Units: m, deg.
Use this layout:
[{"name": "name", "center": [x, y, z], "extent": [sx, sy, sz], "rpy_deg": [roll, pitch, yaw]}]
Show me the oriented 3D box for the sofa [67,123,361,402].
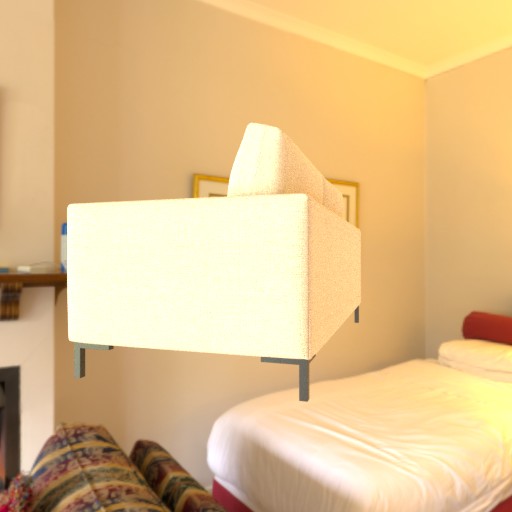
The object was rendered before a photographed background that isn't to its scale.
[{"name": "sofa", "center": [0.000, 0.000, 2.103], "extent": [0.839, 0.812, 1.651], "rpy_deg": [0, 0, 18]}]
